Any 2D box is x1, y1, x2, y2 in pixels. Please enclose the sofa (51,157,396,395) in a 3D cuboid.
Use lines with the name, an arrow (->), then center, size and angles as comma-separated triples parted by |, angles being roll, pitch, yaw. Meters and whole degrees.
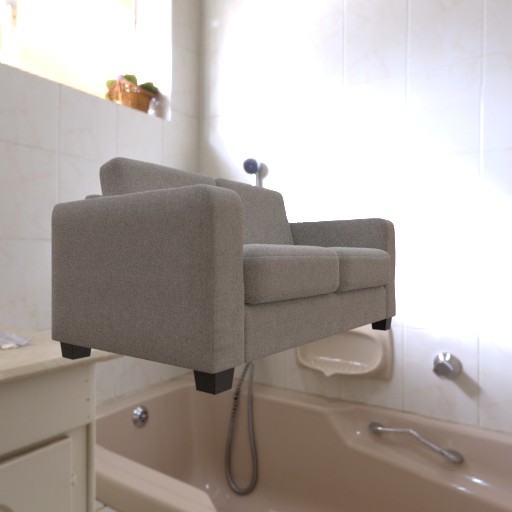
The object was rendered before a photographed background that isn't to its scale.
sofa -> 0.000, 0.000, 2.081 | 0.900, 0.800, 1.540 | 0, 0, 36
